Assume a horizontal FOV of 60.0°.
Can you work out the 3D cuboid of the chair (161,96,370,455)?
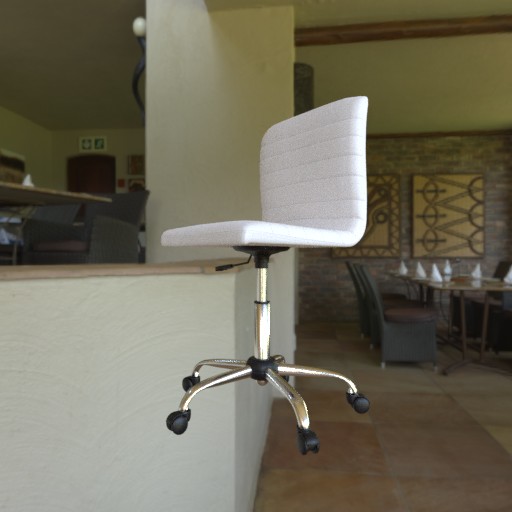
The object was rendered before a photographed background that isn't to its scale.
[{"bbox_3d":[0.000,0.000,1.061,0.455,0.750,0.520,0,1,-35],"label":"chair"}]
